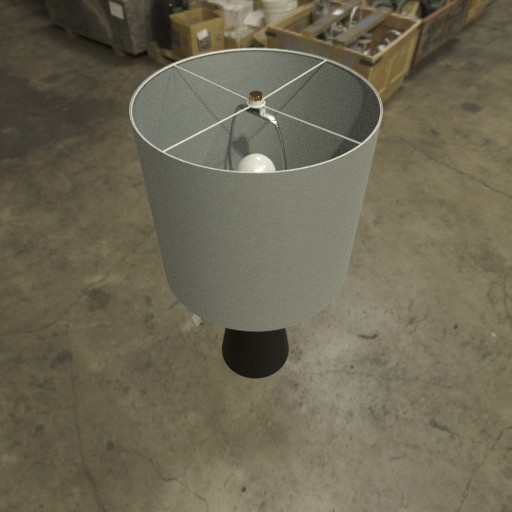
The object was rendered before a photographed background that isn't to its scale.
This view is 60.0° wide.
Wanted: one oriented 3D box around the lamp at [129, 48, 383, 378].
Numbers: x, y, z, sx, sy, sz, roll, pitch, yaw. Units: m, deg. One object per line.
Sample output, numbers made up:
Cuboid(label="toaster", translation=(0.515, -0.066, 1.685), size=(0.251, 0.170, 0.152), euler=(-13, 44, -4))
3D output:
Cuboid(label="lamp", translation=(0.000, 0.000, 0.755), size=(0.308, 0.580, 0.308), euler=(32, 55, 27))
